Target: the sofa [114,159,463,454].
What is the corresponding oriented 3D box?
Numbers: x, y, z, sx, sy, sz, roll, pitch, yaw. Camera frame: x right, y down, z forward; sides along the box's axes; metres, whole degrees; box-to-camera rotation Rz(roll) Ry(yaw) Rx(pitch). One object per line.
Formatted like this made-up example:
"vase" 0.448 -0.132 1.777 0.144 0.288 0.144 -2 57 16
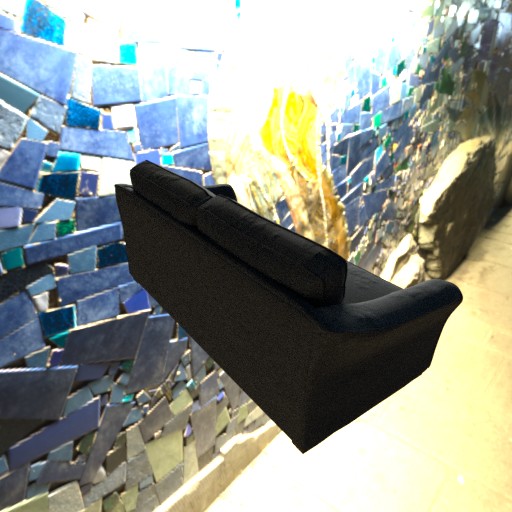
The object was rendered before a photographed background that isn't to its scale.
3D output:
"sofa" 0.000 0.000 2.777 0.971 0.950 2.270 -17 31 -32
